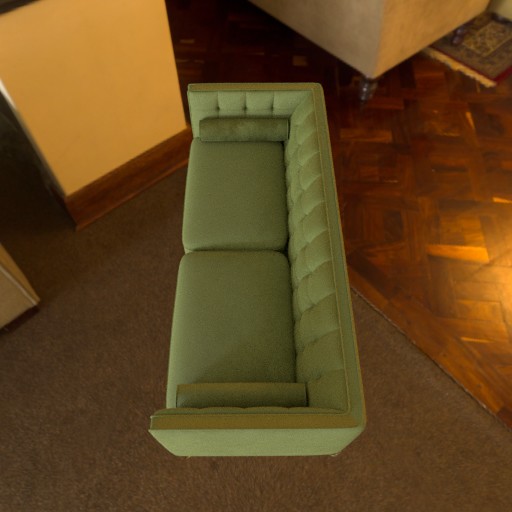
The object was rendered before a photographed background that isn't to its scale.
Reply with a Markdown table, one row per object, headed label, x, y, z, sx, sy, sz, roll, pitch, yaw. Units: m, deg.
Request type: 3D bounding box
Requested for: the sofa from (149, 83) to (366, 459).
| label | x | y | z | sx | sy | sz | roll | pitch | yaw |
| --- | --- | --- | --- | --- | --- | --- | --- | --- | --- |
| sofa | 0.000 | 0.000 | 2.546 | 0.867 | 0.789 | 2.087 | 0 | 58 | 0 |
